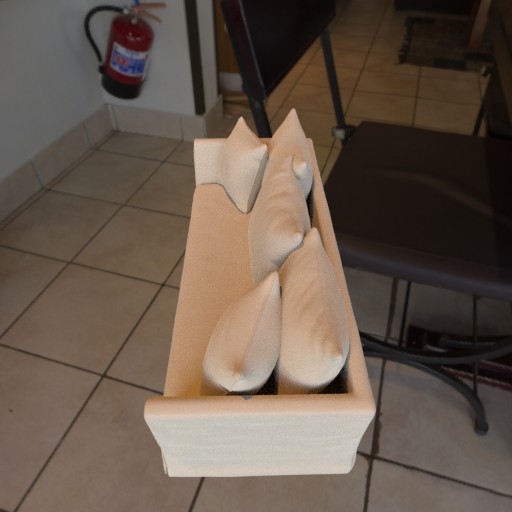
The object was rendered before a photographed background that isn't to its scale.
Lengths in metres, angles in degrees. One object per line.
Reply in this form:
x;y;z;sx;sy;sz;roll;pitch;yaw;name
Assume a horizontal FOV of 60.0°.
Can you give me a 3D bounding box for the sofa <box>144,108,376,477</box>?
0.000;0.000;2.930;1.046;1.047;2.499;-1;42;-1;sofa
